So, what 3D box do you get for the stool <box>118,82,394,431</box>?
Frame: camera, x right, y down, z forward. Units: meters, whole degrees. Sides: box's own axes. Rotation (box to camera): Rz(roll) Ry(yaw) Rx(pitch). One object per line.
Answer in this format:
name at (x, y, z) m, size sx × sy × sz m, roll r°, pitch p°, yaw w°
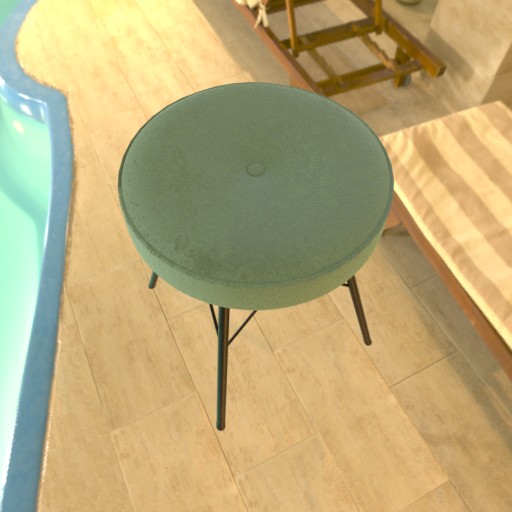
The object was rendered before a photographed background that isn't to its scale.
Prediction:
stool at (0.000, 0.000, 0.861) m, size 0.457 × 0.519 × 0.458 m, roll -18°, pitch 59°, yaw -11°
